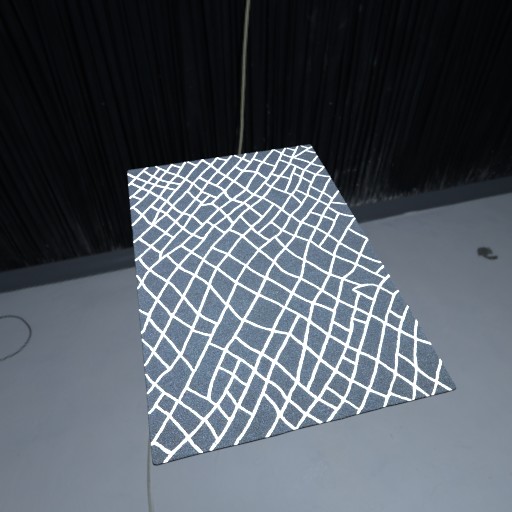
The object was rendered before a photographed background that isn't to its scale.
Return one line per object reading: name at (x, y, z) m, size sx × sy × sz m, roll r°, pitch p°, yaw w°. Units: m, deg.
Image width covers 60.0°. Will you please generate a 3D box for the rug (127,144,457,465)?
rug at (0.000, 0.000, 2.291) m, size 1.223 × 0.013 × 1.830 m, roll -10°, pitch 48°, yaw -10°
